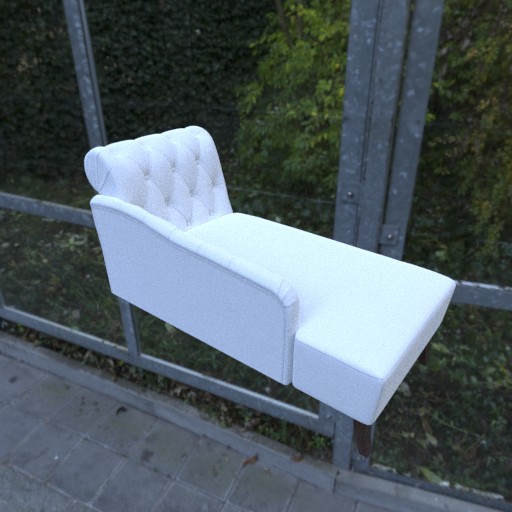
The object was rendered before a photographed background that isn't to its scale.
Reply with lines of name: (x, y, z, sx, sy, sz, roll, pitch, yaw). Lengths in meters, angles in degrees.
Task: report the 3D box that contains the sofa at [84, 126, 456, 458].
sofa: (0.000, 0.000, 1.773, 1.379, 0.787, 0.675, 20, 33, 33)
